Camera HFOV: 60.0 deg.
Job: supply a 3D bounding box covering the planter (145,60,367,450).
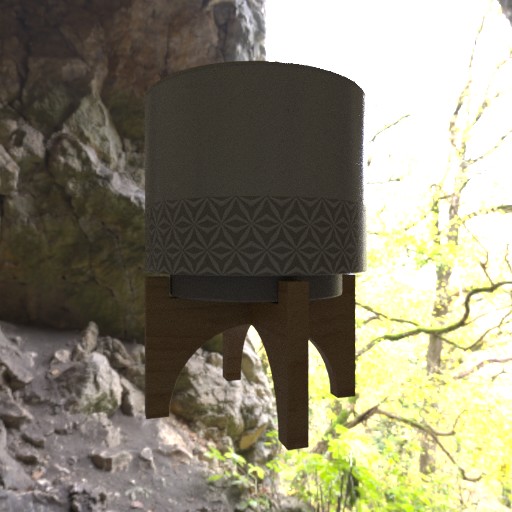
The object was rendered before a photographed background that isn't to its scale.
[{"bbox_3d":[0.000,0.000,0.388,0.188,0.260,0.188,0,0,0],"label":"planter"}]
